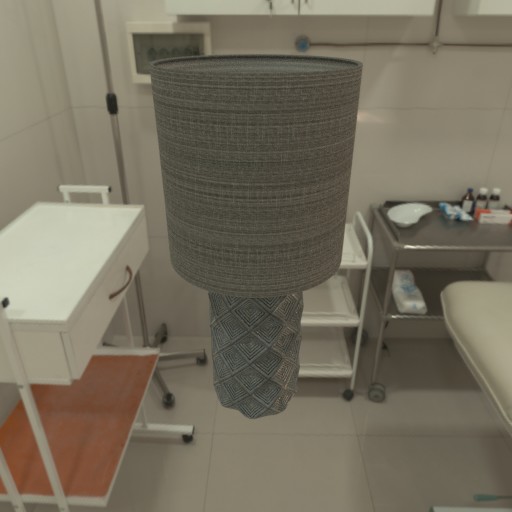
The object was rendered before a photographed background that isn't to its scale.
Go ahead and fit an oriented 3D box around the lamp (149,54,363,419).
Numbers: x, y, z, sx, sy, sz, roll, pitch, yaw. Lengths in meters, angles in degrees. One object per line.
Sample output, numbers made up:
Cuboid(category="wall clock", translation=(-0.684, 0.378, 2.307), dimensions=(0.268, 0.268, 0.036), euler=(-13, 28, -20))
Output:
Cuboid(category="lamp", translation=(0.000, 0.000, 0.703), dimensions=(0.269, 0.566, 0.268), euler=(0, 28, 1))
